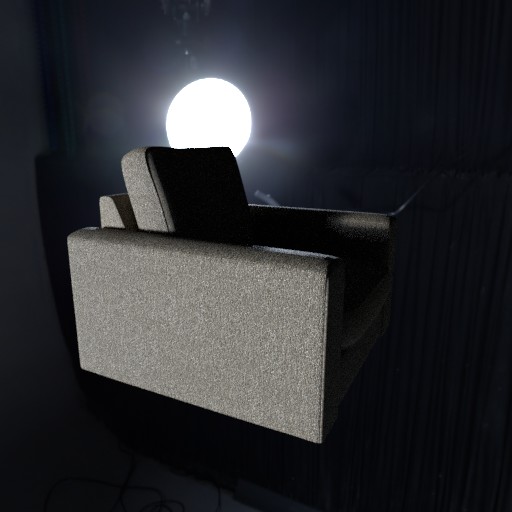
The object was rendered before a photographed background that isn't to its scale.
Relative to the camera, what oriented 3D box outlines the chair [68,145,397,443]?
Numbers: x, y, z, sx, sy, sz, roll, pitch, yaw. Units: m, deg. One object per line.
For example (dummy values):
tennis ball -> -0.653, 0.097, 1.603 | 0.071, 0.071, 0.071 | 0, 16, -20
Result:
chair -> 0.000, 0.000, 1.815 | 1.016, 0.873, 1.005 | 7, 16, 26
